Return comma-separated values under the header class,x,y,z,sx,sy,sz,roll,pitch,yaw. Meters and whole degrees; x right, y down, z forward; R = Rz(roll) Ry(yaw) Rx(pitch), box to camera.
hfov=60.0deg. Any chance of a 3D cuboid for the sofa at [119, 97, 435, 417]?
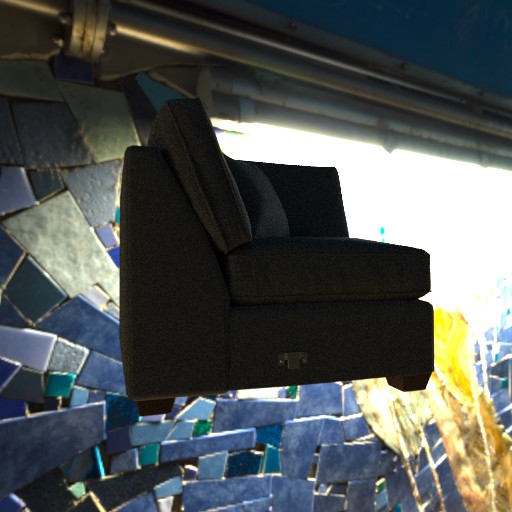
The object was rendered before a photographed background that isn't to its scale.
class,x,y,z,sx,sy,sz,roll,pitch,yaw
sofa,0.000,0.000,1.963,1.146,1.002,1.084,0,-1,-18
